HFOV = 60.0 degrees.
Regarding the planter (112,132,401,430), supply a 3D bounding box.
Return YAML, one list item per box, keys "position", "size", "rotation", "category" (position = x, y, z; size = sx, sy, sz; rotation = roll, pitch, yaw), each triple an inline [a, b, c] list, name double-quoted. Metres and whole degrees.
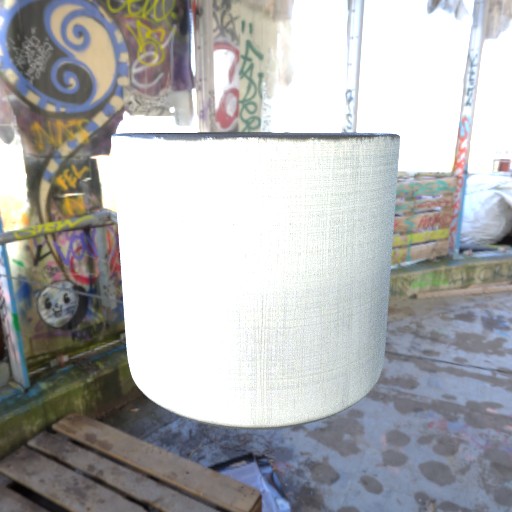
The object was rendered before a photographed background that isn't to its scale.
- position: [0.000, 0.000, 0.375]
  size: [0.221, 0.201, 0.221]
  rotation: [0, 16, 0]
  category: "planter"
